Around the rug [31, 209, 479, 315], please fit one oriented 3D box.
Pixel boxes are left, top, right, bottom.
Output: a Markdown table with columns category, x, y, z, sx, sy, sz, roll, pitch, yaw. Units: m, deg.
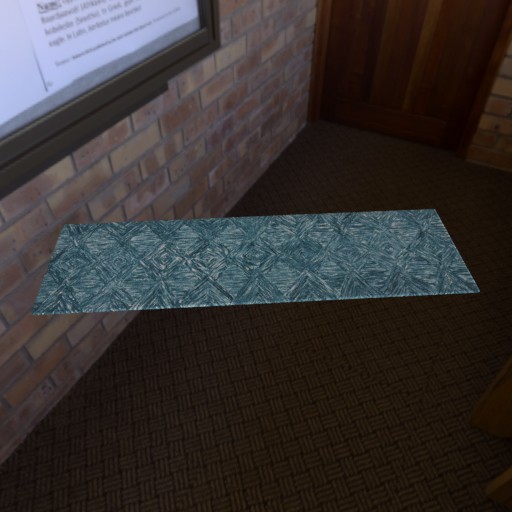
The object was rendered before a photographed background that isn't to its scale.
| category | x | y | z | sx | sy | sz | roll | pitch | yaw |
| --- | --- | --- | --- | --- | --- | --- | --- | --- | --- |
| rug | 0.000 | 0.000 | 2.489 | 2.286 | 0.016 | 0.676 | -3 | 45 | -3 |
